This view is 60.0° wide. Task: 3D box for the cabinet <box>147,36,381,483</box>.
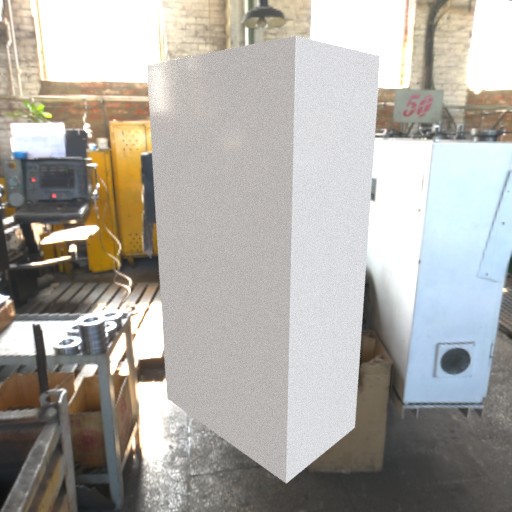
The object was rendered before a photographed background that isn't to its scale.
[{"bbox_3d":[0.000,0.000,2.352,0.980,1.920,0.580,15,21,43],"label":"cabinet"}]
